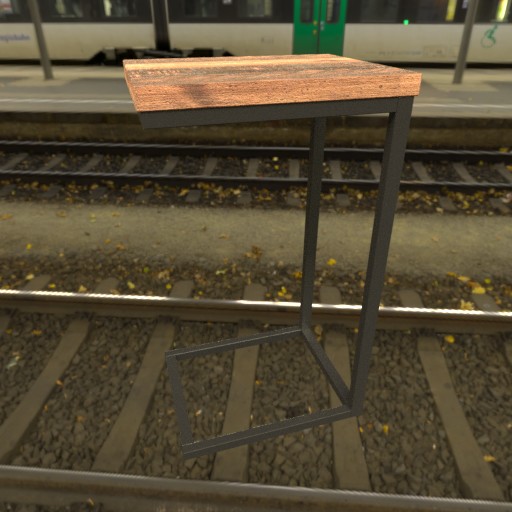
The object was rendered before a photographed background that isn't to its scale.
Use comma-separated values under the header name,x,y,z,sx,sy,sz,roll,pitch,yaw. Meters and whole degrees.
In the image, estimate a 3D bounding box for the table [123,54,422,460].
name,x,y,z,sx,sy,sz,roll,pitch,yaw
table,0.000,0.000,0.905,0.414,0.718,0.323,-8,30,-15
